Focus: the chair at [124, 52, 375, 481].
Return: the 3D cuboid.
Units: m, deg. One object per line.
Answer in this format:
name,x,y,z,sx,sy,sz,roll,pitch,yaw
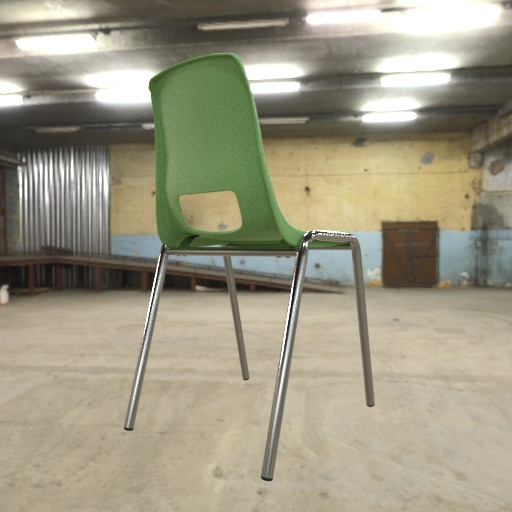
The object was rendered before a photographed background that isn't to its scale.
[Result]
chair,0.000,0.000,0.963,0.381,0.704,0.436,1,1,35
